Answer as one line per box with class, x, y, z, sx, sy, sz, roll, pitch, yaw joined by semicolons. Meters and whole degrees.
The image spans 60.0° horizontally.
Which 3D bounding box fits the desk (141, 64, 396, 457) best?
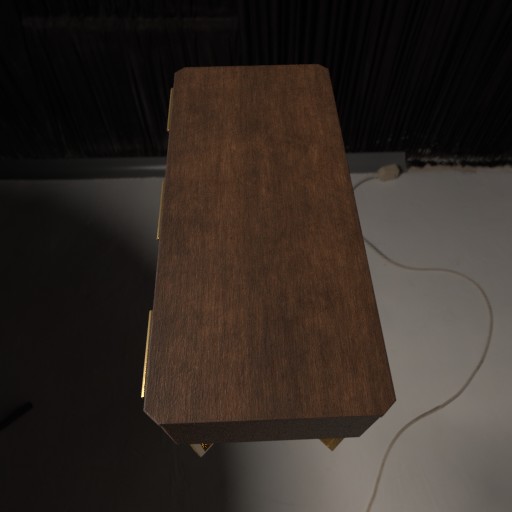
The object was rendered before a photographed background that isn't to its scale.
desk;0.000;0.000;1.857;0.684;0.762;1.479;-2;58;-1
